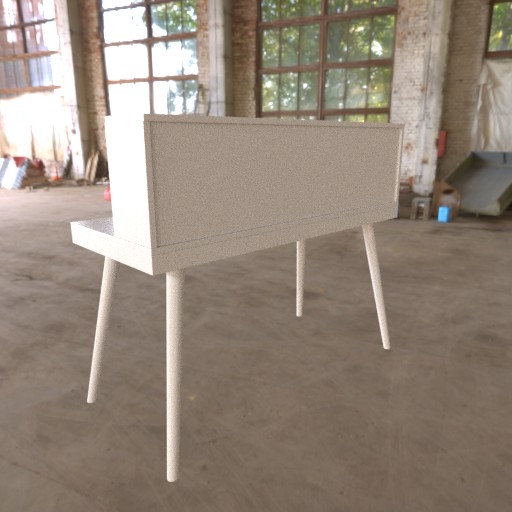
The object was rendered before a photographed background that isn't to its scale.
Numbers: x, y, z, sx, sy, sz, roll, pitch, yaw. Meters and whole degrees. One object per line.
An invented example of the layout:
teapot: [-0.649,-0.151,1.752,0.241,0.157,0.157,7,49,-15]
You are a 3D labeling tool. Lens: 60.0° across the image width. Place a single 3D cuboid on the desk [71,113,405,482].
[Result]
desk: [0.000,0.000,1.709,1.199,0.990,0.559,-14,20,-42]
